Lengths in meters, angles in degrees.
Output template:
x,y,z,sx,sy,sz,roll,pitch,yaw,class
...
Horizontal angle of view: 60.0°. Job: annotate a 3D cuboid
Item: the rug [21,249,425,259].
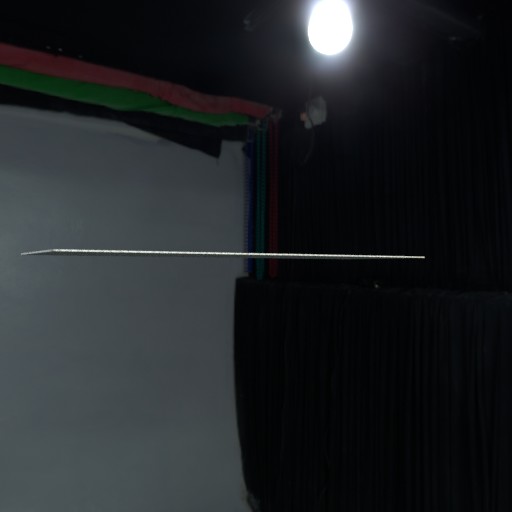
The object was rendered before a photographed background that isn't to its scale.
x,y,z,sx,sy,sz,roll,pitch,yaw,class
0.000,0.000,2.504,2.277,0.008,0.676,1,-2,-37,rug
